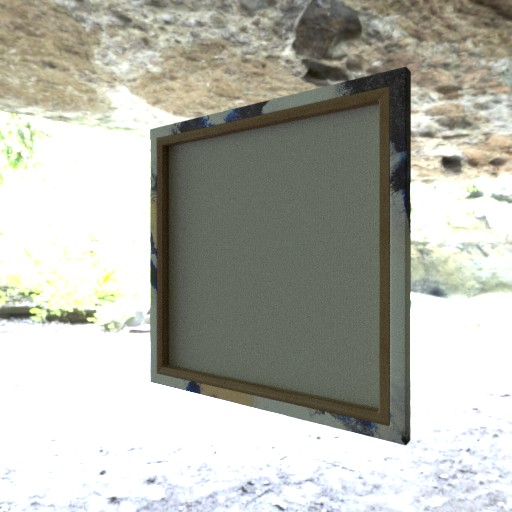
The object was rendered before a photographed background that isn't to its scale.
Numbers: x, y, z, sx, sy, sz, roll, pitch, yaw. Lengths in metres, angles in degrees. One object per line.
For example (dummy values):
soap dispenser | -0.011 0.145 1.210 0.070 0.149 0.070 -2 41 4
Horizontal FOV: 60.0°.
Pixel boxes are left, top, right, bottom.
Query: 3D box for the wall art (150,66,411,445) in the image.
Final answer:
wall art | 0.000 0.000 1.304 0.887 0.885 0.038 0 0 36
